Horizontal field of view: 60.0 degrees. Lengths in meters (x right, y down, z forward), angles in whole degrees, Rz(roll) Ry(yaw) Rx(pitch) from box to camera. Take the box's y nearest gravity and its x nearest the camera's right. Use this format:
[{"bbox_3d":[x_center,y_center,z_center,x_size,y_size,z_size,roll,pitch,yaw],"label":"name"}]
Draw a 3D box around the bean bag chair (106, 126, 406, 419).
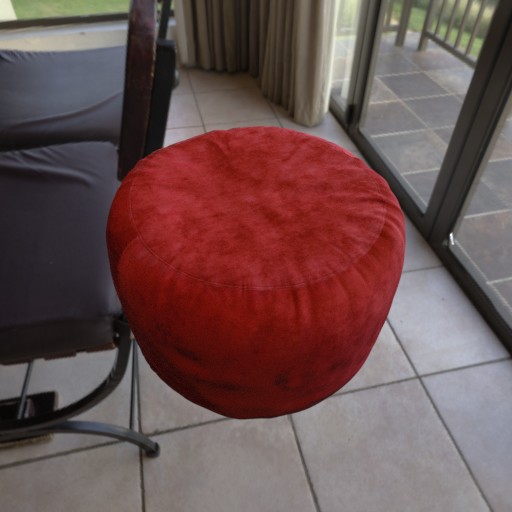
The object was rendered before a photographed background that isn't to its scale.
[{"bbox_3d":[0.000,0.000,1.964,1.219,0.762,1.219,0,45,0],"label":"bean bag chair"}]
